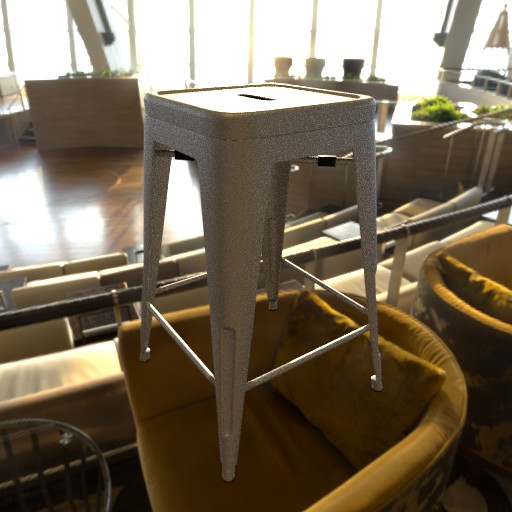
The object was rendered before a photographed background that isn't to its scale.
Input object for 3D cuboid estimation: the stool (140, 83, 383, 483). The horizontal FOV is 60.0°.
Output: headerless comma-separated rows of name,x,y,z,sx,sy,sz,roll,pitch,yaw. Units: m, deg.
stool,0.000,0.000,0.884,0.406,0.610,0.406,-17,31,-31
